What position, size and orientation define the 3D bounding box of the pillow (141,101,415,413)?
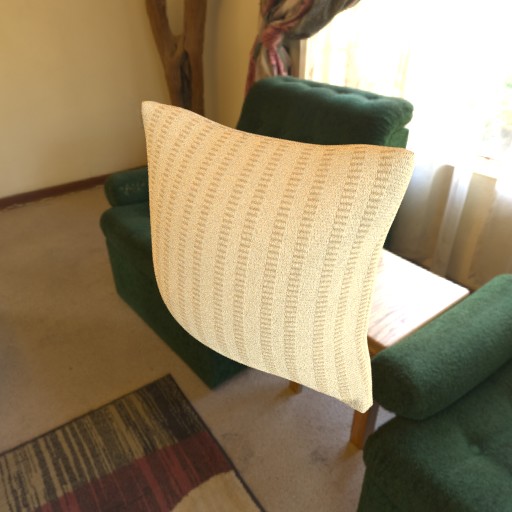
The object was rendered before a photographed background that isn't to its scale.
[{"bbox_3d":[0.000,0.000,0.692,0.438,0.419,0.247,21,37,30],"label":"pillow"}]
